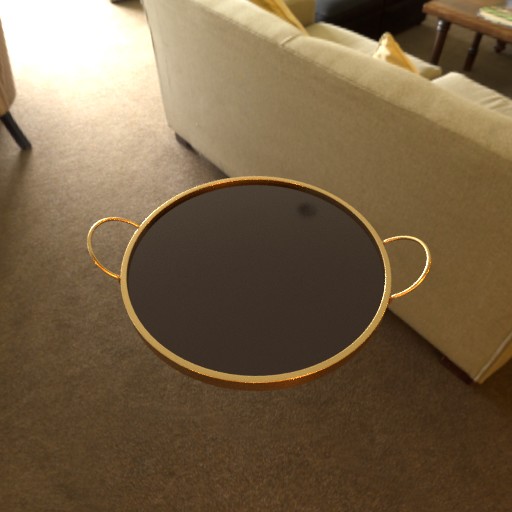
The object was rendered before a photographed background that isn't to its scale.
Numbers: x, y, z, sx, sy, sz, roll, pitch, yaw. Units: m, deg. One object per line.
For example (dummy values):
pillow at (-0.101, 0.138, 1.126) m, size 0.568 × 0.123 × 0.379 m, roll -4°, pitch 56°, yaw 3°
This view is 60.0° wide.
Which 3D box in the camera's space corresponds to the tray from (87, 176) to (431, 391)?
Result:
tray at (0.000, 0.000, 0.726) m, size 0.543 × 0.069 × 0.438 m, roll 4°, pitch 48°, yaw 4°
